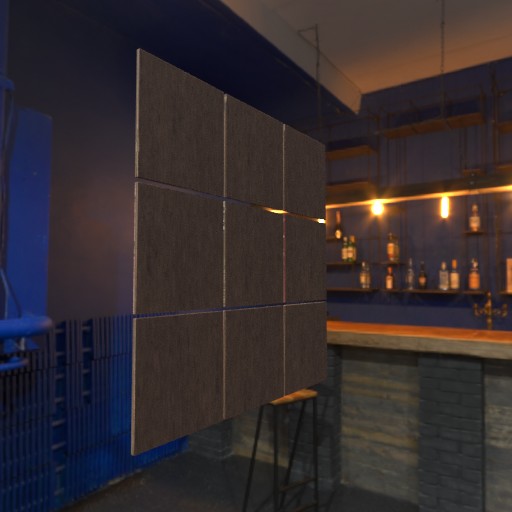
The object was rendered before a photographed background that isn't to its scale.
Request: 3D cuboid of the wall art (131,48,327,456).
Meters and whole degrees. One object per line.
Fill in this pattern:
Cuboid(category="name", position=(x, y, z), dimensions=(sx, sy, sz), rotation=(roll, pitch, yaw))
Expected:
Cuboid(category="wall art", position=(0.000, 0.000, 1.810), dimensions=(0.013, 1.213, 1.215), rotation=(-2, -4, 36))
